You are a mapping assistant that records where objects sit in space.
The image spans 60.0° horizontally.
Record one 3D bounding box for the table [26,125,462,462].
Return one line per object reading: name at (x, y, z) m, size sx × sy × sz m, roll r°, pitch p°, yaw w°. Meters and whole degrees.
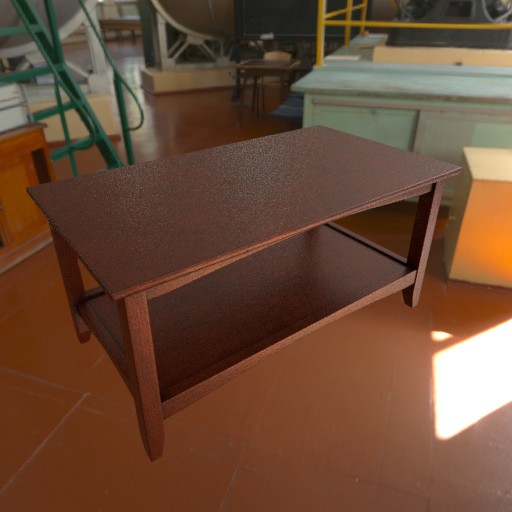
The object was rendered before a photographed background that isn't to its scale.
table at (0.000, 0.000, 1.207) m, size 0.943 × 0.456 × 0.533 m, roll -21°, pitch 37°, yaw -31°
